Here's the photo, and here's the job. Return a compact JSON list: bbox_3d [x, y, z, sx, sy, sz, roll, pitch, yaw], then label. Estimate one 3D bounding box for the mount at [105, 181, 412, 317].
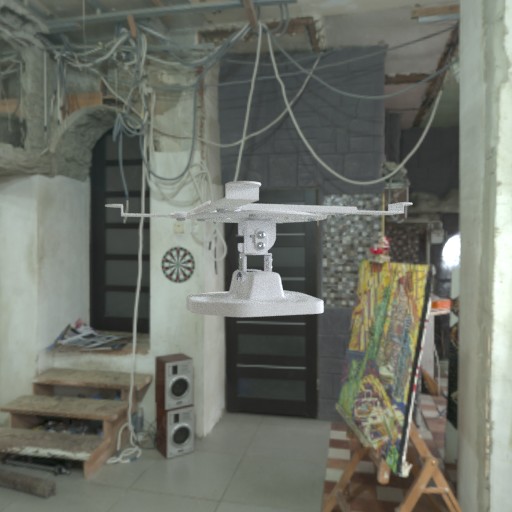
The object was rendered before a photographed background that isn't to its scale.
[{"bbox_3d":[0.000,0.000,0.608,0.394,0.141,0.394,0,1,-18],"label":"mount"}]
